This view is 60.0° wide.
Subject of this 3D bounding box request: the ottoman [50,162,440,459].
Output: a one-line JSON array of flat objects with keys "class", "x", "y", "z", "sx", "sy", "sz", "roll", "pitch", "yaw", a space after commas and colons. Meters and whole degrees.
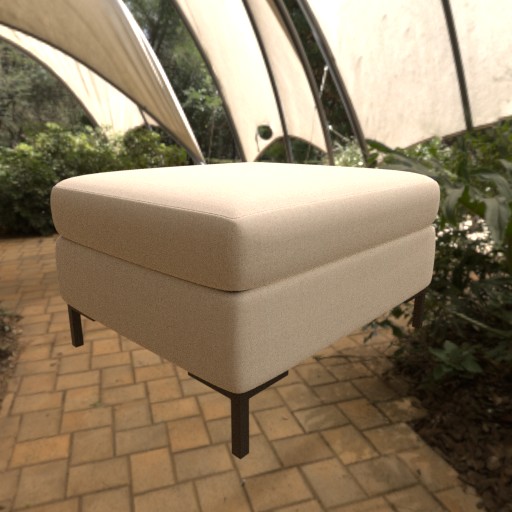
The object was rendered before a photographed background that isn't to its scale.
[{"class": "ottoman", "x": 0.000, "y": 0.000, "z": 1.153, "sx": 0.657, "sy": 0.453, "sz": 0.794, "roll": 14, "pitch": 21, "yaw": 41}]
